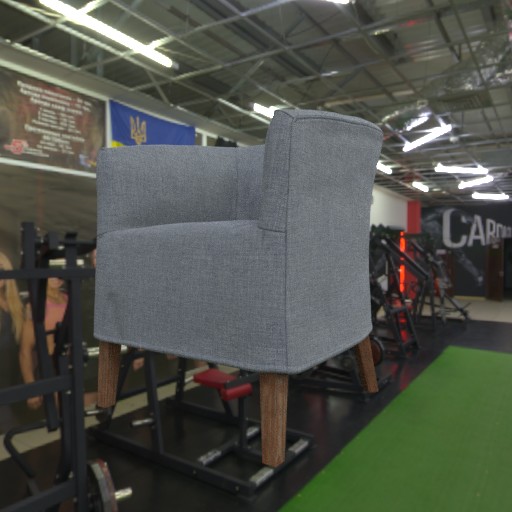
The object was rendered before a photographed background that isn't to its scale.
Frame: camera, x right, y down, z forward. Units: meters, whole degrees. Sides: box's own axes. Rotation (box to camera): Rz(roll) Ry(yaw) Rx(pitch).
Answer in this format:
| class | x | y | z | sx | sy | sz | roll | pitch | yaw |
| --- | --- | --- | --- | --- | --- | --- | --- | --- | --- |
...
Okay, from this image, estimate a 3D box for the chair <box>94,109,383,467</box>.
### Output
| class | x | y | z | sx | sy | sz | roll | pitch | yaw |
| --- | --- | --- | --- | --- | --- | --- | --- | --- | --- |
| chair | 0.000 | 0.000 | 1.232 | 0.600 | 0.771 | 0.668 | 1 | 1 | 36 |
